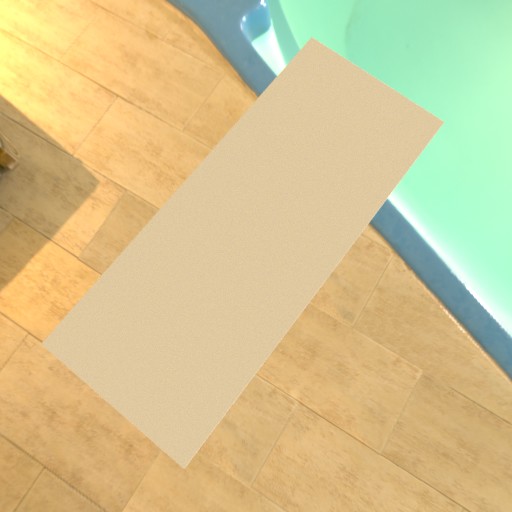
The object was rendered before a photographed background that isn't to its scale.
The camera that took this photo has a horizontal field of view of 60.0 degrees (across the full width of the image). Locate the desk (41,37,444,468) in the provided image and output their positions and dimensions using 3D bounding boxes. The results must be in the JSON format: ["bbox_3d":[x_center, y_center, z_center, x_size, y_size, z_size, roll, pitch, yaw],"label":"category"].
[{"bbox_3d":[0.000,0.000,1.788,0.559,0.774,1.372,37,78,9],"label":"desk"}]
